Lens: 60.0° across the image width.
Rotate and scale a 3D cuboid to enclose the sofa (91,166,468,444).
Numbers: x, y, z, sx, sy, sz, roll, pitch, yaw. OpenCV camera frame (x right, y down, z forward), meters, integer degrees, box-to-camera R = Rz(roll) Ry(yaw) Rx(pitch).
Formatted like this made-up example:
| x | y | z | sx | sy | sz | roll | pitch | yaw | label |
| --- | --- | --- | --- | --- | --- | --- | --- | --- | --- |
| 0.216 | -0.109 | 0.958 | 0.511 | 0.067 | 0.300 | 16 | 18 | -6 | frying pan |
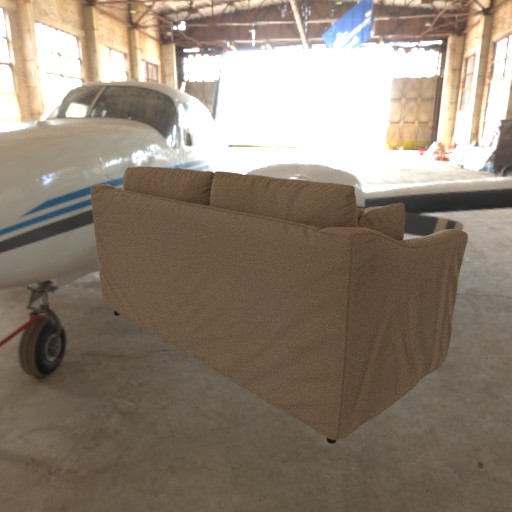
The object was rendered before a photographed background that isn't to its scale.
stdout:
| x | y | z | sx | sy | sz | roll | pitch | yaw | label |
| --- | --- | --- | --- | --- | --- | --- | --- | --- | --- |
| 0.000 | 0.000 | 2.599 | 1.072 | 1.018 | 2.010 | -15 | 21 | -42 | sofa |
